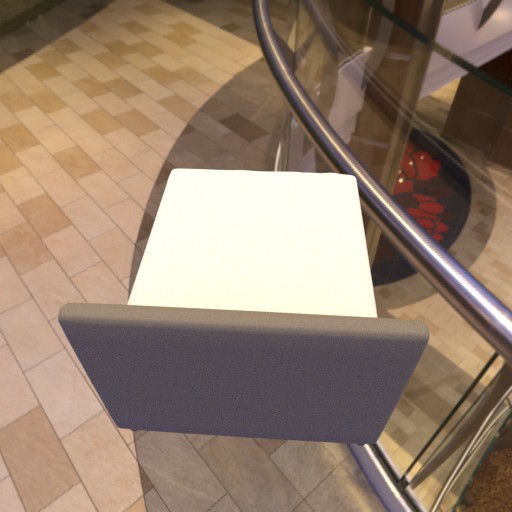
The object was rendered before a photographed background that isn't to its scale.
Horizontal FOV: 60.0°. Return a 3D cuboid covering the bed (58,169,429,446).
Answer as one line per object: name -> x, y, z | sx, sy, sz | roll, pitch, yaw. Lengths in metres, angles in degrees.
bed -> 0.000, 0.000, 3.152 | 1.748, 1.330, 2.142 | 3, 47, 2
